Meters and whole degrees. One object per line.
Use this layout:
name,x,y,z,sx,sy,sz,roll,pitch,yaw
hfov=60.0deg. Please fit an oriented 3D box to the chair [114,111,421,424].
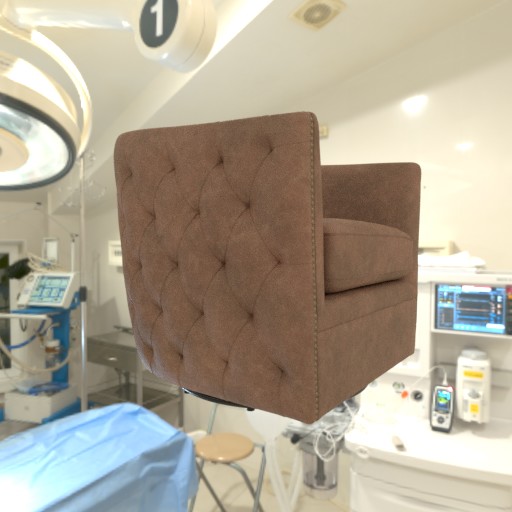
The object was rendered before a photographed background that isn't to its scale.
chair,0.000,0.000,1.488,0.870,0.790,0.850,1,2,36
